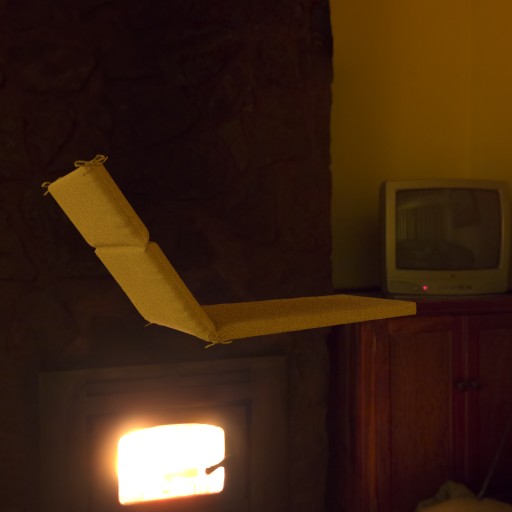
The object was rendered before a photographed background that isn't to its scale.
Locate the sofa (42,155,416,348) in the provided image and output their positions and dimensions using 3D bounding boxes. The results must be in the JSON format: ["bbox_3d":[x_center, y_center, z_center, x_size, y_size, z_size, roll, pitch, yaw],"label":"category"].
[{"bbox_3d":[0.000,0.000,1.976,1.663,0.622,0.582,0,1,-36],"label":"sofa"}]
